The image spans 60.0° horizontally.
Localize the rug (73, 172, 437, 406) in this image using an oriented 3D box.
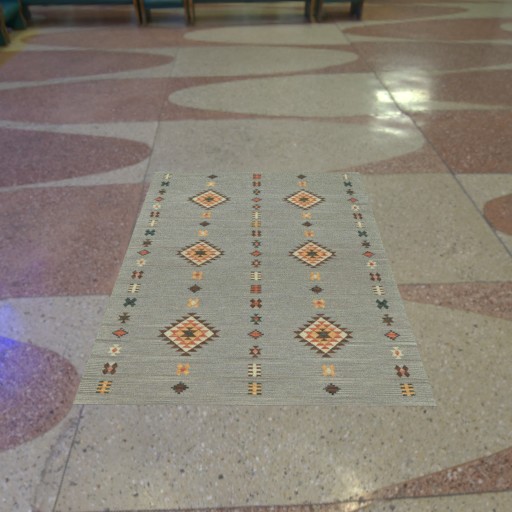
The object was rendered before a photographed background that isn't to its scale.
[{"bbox_3d":[0.000,0.000,4.093,2.425,0.008,3.035,0,41,0],"label":"rug"}]
